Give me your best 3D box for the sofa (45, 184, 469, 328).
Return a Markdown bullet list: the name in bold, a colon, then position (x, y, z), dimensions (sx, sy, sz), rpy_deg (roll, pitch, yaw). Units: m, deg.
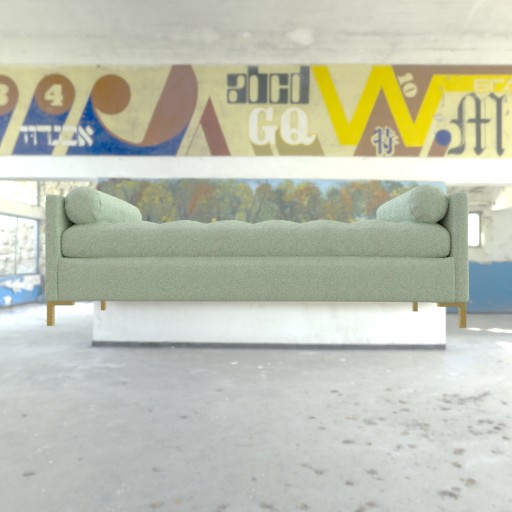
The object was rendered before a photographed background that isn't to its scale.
- **sofa**: position (0.000, 0.000, 2.541), dimensions (2.102, 0.705, 0.796), rpy_deg (0, -1, 2)
